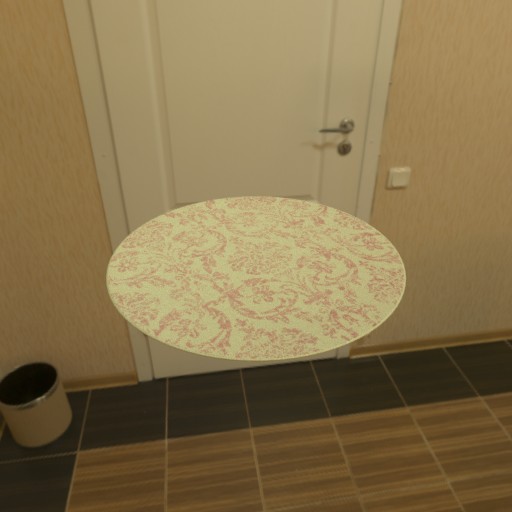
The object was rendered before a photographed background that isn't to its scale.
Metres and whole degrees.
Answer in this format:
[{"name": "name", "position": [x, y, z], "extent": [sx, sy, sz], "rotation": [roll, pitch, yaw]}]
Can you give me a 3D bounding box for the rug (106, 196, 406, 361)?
[{"name": "rug", "position": [0.000, 0.000, 2.449], "extent": [1.593, 0.012, 1.593], "rotation": [0, 32, 0]}]
